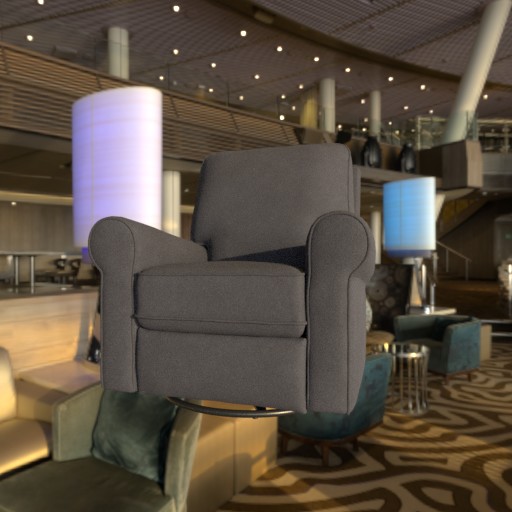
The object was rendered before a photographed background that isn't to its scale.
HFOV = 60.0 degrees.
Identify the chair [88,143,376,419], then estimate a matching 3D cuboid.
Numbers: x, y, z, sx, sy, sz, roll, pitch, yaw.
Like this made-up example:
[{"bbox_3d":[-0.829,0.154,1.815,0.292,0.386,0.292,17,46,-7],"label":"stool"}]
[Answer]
[{"bbox_3d":[0.000,0.000,1.676,0.890,0.961,0.878,0,0,17],"label":"chair"}]
